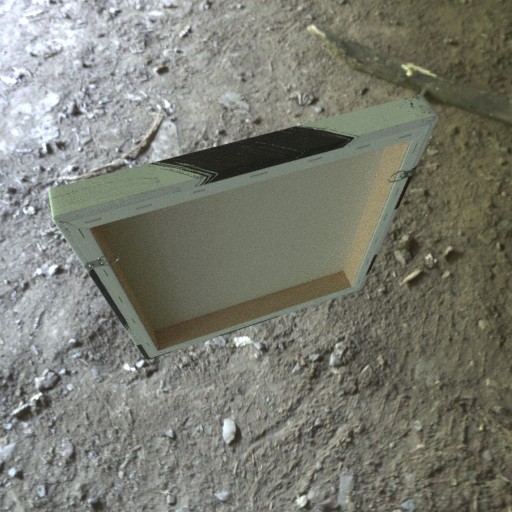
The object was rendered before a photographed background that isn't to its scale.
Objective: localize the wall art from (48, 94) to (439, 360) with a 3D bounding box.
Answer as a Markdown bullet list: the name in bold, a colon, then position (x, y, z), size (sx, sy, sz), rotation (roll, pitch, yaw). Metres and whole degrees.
- **wall art**: position (0.000, 0.000, 0.772), size (0.507, 0.508, 0.050), rotation (-17, 60, -10)
